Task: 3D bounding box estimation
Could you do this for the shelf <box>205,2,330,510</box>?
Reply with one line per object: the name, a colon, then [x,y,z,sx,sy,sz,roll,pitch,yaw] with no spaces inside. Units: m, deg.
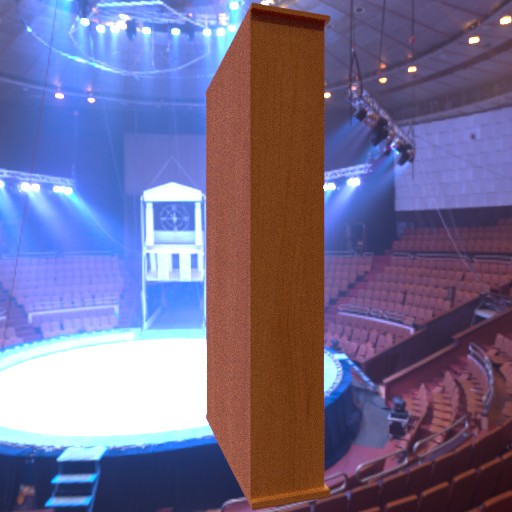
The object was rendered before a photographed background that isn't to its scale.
shelf: [0.000,0.000,1.168,0.175,1.030,0.520,0,0,-17]
